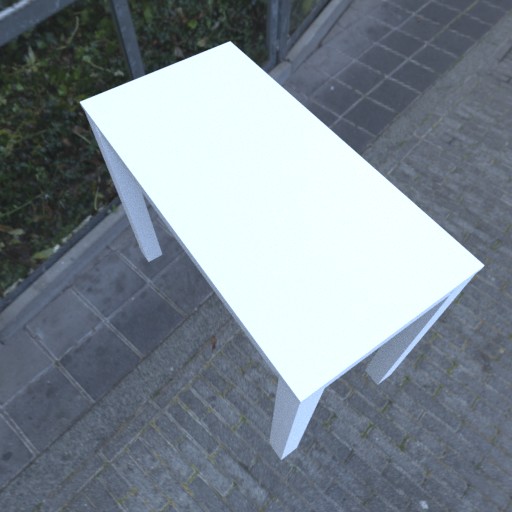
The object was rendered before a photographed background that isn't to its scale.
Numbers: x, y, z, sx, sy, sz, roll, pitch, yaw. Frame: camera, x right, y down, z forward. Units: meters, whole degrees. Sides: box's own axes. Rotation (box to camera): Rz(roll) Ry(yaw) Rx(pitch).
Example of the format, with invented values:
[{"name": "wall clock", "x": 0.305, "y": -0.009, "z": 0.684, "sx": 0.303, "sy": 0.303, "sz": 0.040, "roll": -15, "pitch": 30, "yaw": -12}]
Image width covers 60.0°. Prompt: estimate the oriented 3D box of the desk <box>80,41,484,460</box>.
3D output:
[{"name": "desk", "x": 0.000, "y": 0.000, "z": 1.407, "sx": 0.497, "sy": 0.762, "sz": 0.990, "roll": -31, "pitch": 63, "yaw": -18}]
